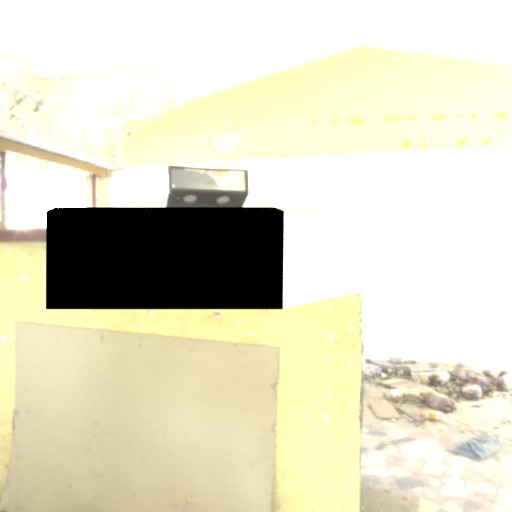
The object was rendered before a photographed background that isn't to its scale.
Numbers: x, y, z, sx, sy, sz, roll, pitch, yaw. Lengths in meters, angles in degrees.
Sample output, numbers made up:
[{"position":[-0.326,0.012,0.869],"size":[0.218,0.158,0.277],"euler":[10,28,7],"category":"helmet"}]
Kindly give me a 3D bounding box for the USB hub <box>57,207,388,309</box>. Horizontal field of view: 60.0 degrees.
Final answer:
[{"position":[0.000,0.000,0.130],"size":[0.044,0.023,0.110],"euler":[1,1,35],"category":"USB hub"}]
